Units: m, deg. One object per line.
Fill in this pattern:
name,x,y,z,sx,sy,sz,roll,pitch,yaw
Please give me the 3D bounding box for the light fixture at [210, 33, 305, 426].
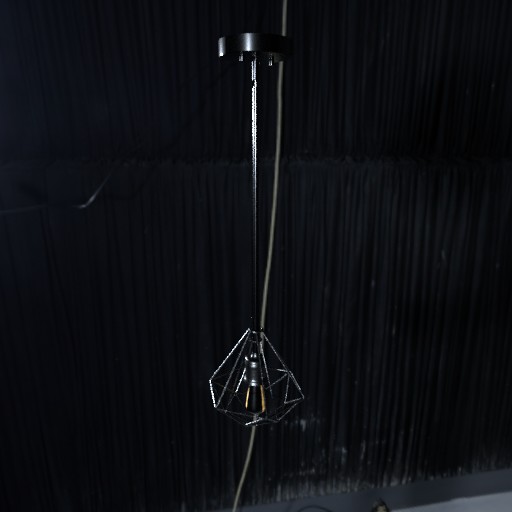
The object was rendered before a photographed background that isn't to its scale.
light fixture,0.000,0.000,1.990,0.431,1.764,0.487,-3,16,-11
